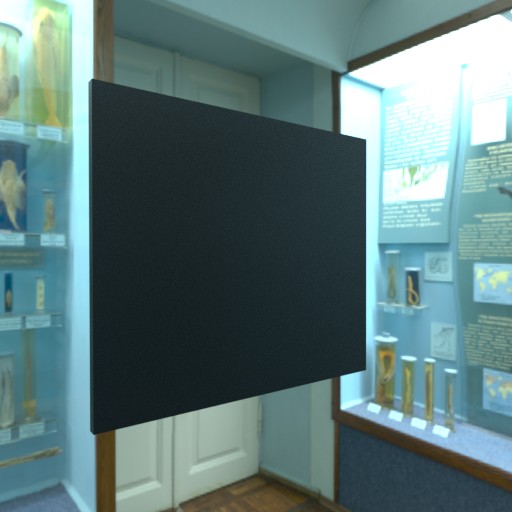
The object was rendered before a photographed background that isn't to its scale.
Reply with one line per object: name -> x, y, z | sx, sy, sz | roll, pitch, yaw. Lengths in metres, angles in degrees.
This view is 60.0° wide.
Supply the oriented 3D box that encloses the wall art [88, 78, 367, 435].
wall art -> 0.000, 0.000, 0.528 | 0.383, 0.332, 0.012 | 0, 1, -36
